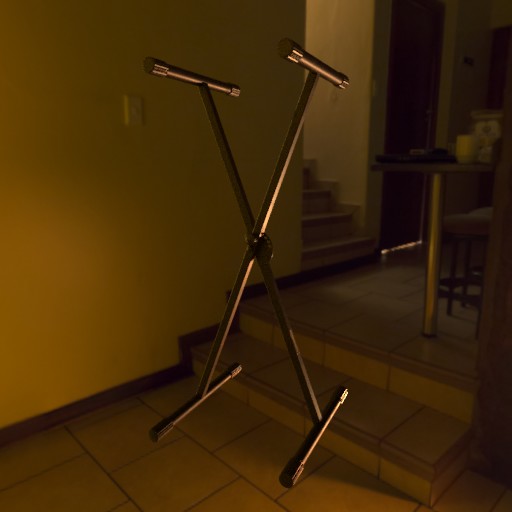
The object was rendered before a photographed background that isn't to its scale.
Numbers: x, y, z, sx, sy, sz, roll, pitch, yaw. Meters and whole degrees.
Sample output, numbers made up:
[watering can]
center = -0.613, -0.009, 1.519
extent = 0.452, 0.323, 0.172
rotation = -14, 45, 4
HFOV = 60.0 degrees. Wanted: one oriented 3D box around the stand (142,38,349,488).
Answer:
[stand]
center = 0.000, 0.000, 1.171
extent = 0.409, 0.940, 0.449
rotation = 6, 13, 26
